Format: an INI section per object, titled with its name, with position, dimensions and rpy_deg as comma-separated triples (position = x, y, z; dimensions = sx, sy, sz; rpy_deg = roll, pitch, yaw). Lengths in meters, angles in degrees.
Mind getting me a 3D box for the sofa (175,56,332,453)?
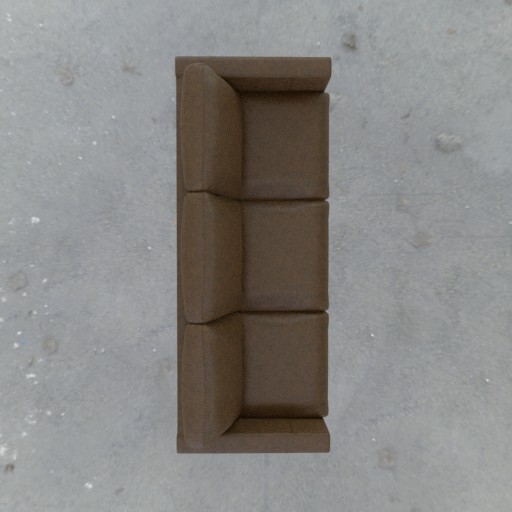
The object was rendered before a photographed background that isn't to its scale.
[sofa]
position = 0.000, 0.000, 2.704
dimensions = 0.903, 0.930, 2.231
rpy_deg = 0, 91, -1
